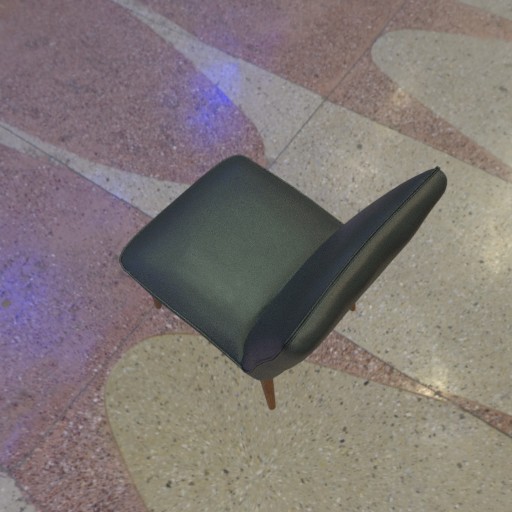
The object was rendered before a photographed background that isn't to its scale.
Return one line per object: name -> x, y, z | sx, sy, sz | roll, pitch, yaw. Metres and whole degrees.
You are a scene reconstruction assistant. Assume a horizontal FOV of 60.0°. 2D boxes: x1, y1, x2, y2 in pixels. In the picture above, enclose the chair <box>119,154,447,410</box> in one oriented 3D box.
chair -> 0.000, 0.000, 1.211 | 0.645, 0.801, 0.543 | 34, 68, 16
